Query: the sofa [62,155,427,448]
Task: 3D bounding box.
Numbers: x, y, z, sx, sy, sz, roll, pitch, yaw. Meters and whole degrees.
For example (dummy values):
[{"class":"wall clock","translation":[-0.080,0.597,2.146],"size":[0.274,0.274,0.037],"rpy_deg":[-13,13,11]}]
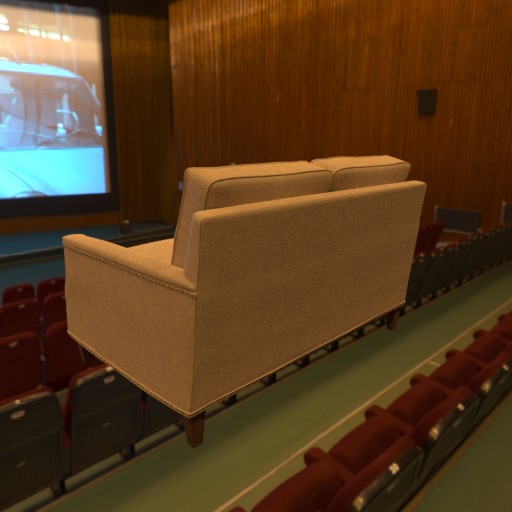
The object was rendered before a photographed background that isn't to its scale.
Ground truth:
[{"class":"sofa","translation":[0.000,0.000,2.273],"size":[1.597,1.002,1.084],"rpy_deg":[-14,21,-43]}]
